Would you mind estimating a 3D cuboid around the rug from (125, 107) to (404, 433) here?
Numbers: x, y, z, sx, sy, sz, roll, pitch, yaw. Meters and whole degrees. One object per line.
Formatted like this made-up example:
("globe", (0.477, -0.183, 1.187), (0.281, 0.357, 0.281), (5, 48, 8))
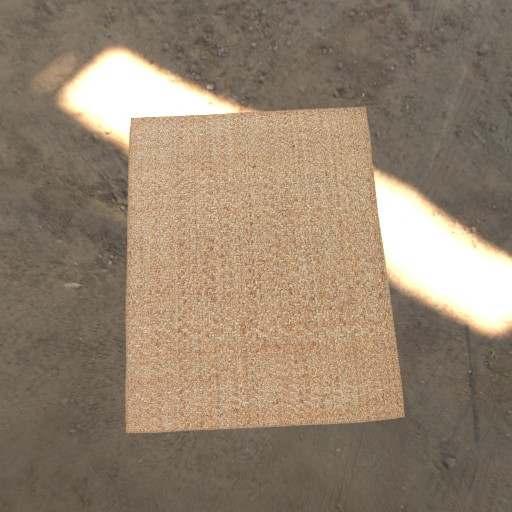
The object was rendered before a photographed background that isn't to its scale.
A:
("rug", (0.000, 0.000, 4.179), (2.439, 0.013, 3.048), (-3, 76, -1))
